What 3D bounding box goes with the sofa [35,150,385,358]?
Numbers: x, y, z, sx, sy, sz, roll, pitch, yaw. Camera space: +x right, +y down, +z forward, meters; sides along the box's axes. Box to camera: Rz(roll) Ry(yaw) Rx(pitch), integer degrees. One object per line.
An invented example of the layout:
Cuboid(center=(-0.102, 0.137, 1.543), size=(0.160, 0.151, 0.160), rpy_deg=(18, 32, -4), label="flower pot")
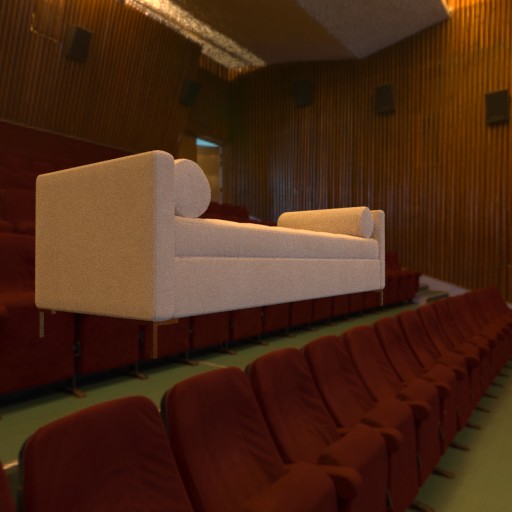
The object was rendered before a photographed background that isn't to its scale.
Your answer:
Cuboid(center=(0.000, 0.000, 2.310), size=(0.686, 0.635, 1.981), rpy_deg=(-1, -1, 35), label="sofa")
